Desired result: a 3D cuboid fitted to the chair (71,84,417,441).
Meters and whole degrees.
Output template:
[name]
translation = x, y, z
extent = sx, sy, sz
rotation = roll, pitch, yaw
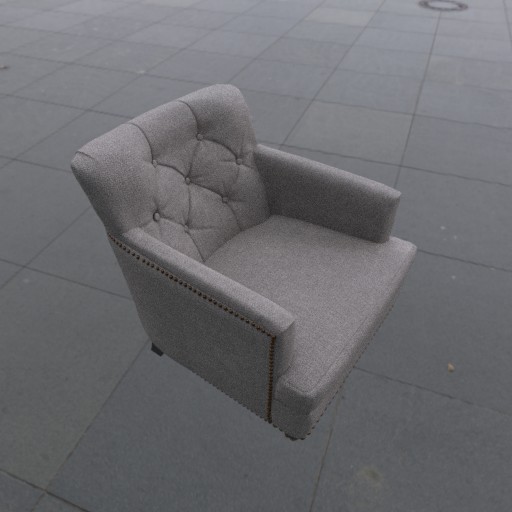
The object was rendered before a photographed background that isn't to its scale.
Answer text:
[chair]
translation = 0.000, 0.000, 1.511
extent = 0.902, 0.823, 0.737
rotation = 26, 48, 26
